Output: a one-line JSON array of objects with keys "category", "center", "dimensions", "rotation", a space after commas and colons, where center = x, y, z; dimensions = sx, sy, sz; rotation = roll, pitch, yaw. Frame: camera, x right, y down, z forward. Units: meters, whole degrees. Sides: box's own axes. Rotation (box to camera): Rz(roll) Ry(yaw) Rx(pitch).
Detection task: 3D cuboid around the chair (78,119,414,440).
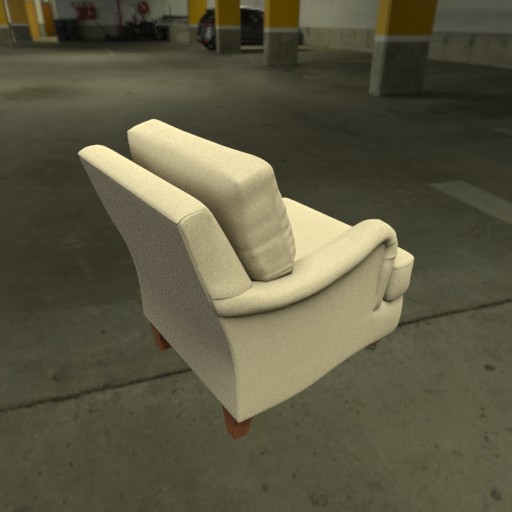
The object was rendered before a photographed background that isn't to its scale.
[{"category": "chair", "center": [0.000, 0.000, 1.872], "dimensions": [1.078, 1.076, 0.895], "rotation": [-19, 33, -31]}]
